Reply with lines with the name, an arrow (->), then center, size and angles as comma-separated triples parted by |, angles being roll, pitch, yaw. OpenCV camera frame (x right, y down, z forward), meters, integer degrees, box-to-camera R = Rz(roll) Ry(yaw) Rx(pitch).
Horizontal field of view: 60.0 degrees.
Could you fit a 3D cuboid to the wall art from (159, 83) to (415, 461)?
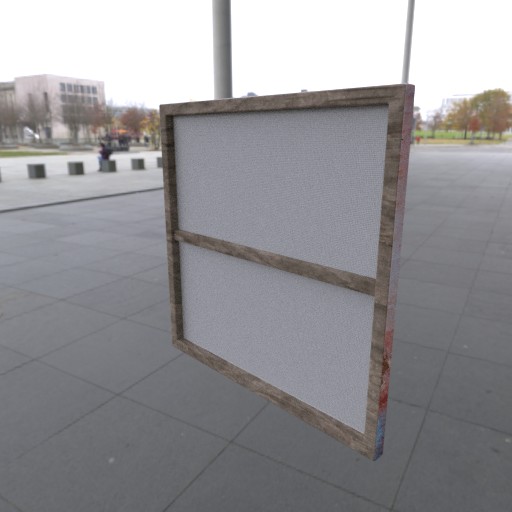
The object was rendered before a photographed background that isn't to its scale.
wall art -> 0.000, 0.000, 1.100 | 0.035, 0.747, 0.747 | -15, 21, -43
